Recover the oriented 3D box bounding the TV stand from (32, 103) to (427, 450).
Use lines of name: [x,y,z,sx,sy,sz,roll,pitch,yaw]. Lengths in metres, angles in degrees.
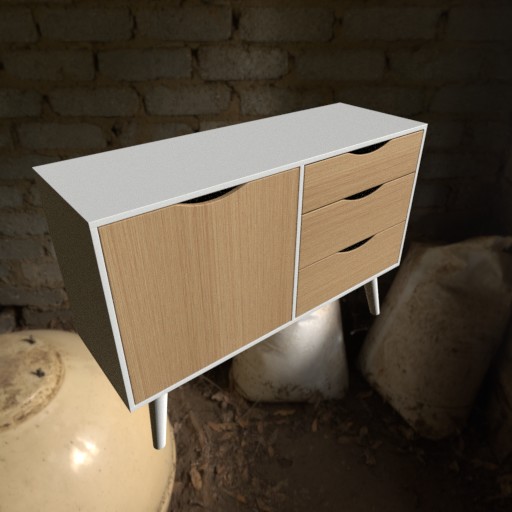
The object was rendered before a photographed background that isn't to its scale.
TV stand: [0.000,0.000,1.565,1.193,0.812,0.406,-23,38,-32]
